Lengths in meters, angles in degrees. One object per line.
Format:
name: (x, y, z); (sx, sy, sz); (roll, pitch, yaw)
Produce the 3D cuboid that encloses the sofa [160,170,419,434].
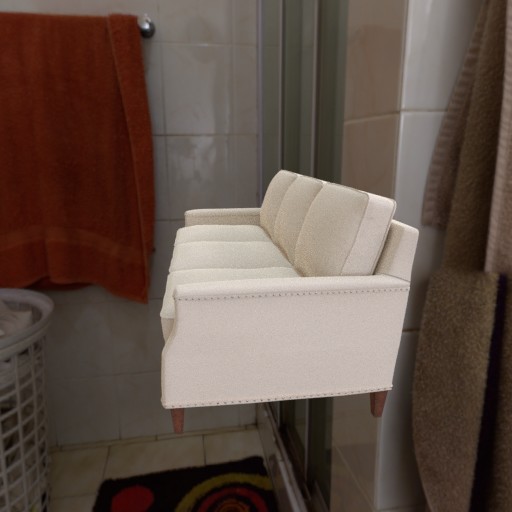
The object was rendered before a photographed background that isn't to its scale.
sofa: (0.000, 0.000, 2.857); (1.084, 1.003, 2.246); (-2, 14, -7)
